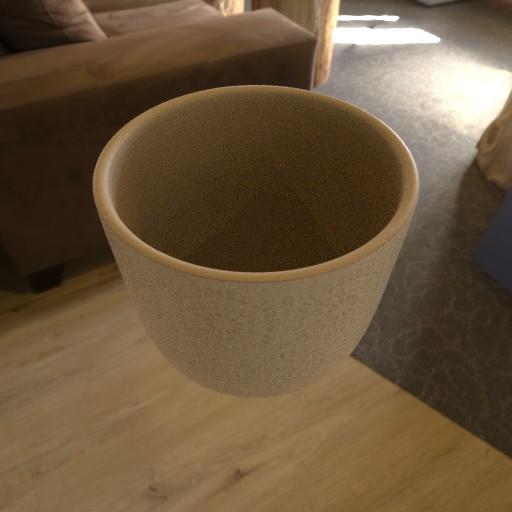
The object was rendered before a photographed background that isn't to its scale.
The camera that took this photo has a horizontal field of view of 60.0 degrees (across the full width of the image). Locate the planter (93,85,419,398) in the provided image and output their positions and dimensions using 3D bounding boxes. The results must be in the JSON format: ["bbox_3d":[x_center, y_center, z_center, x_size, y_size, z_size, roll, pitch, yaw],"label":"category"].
[{"bbox_3d":[0.000,0.000,0.292,0.170,0.152,0.170,0,47,0],"label":"planter"}]
